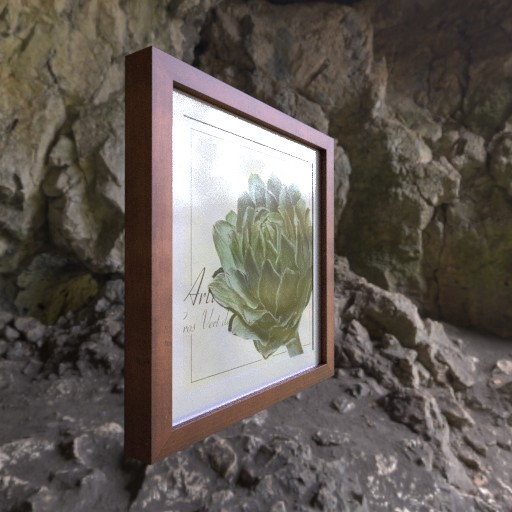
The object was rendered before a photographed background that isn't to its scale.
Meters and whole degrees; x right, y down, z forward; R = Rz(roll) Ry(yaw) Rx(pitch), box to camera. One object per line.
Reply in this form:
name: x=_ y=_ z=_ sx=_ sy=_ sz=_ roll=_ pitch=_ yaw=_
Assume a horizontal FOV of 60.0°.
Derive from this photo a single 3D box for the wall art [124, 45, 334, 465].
wall art: x=0.000 y=0.000 z=0.575 sx=0.038 sy=0.385 sz=0.386 roll=0 pitch=-1 yaw=35
